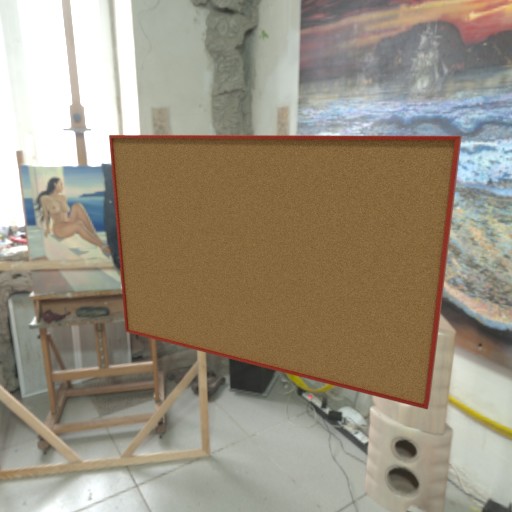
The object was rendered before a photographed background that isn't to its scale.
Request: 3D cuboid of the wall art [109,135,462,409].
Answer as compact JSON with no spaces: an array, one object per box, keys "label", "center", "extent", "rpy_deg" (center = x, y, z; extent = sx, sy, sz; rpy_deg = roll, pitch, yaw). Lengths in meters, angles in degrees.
[{"label":"wall art","center":[0.000,0.000,0.771],"extent":[0.607,0.405,0.033],"rpy_deg":[8,17,26]}]
